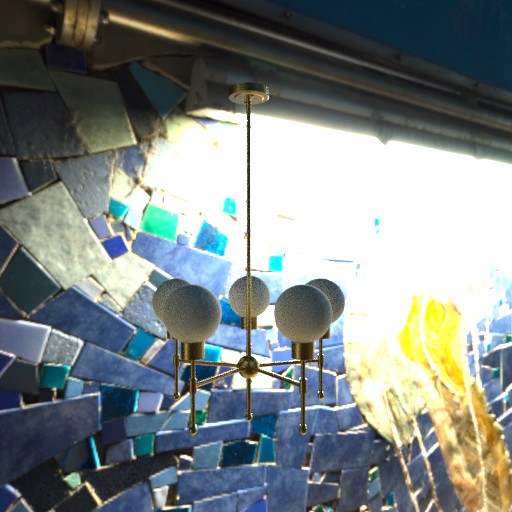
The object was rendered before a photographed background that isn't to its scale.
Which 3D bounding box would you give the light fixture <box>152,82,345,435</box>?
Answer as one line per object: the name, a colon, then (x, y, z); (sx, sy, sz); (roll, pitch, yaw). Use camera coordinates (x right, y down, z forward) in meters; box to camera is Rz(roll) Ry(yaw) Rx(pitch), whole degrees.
light fixture: (0.000, 0.000, 1.793); (0.785, 1.331, 0.815); (0, 0, -18)
